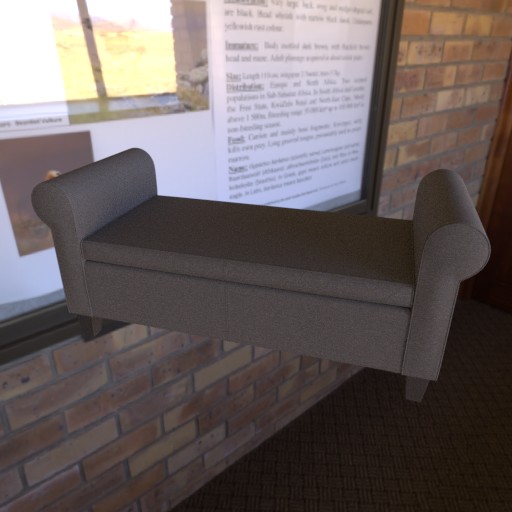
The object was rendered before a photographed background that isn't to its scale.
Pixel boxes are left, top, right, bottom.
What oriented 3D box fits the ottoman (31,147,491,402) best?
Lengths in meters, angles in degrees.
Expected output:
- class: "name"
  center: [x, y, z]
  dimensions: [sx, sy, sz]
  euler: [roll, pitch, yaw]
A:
- class: "ottoman"
  center: [0.000, 0.000, 1.468]
  dimensions: [1.256, 0.547, 0.521]
  euler: [7, 27, 15]
